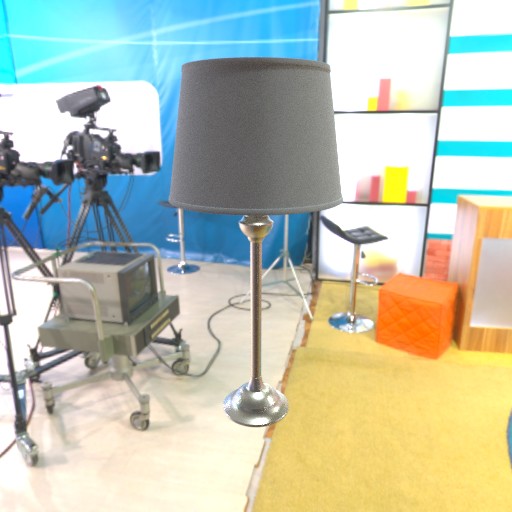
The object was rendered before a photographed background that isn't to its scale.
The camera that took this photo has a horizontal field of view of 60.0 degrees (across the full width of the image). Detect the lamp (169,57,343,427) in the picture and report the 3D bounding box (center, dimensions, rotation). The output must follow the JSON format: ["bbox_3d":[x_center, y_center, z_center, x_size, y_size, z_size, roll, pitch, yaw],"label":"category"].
[{"bbox_3d":[0.000,0.000,0.887,0.331,0.698,0.331,0,17,0],"label":"lamp"}]
